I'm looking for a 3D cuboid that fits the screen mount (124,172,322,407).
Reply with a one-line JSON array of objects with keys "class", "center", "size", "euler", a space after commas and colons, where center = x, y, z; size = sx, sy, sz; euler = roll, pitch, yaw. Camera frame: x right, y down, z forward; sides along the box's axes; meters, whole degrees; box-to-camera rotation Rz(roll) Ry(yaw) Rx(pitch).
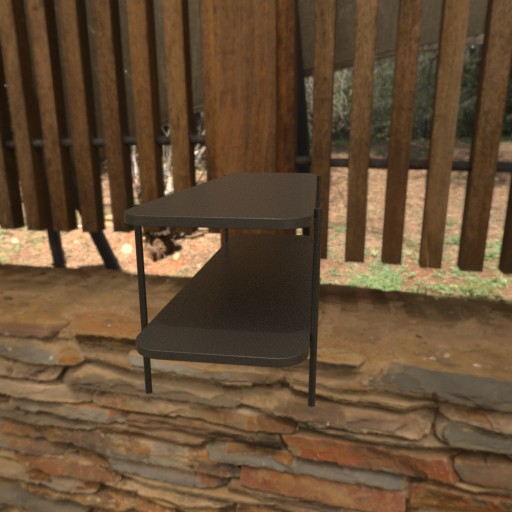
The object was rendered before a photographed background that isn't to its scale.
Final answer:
[{"class": "screen mount", "center": [0.000, 0.000, 1.417], "size": [0.400, 0.447, 1.200], "euler": [2, 15, 8]}]
